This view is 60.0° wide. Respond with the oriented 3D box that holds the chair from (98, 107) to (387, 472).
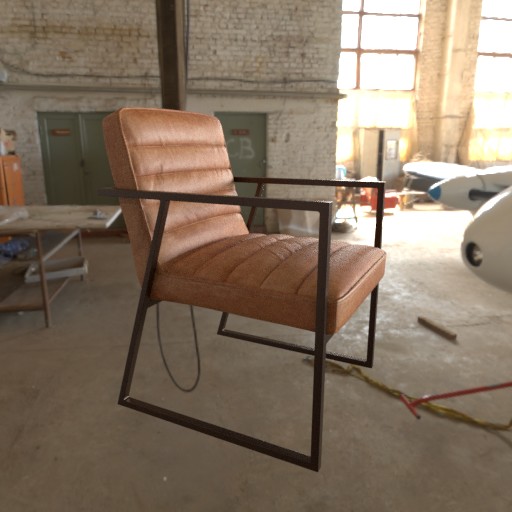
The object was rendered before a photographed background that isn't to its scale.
[{"bbox_3d":[0.000,0.000,1.299,0.677,0.832,0.571,7,16,26],"label":"chair"}]
